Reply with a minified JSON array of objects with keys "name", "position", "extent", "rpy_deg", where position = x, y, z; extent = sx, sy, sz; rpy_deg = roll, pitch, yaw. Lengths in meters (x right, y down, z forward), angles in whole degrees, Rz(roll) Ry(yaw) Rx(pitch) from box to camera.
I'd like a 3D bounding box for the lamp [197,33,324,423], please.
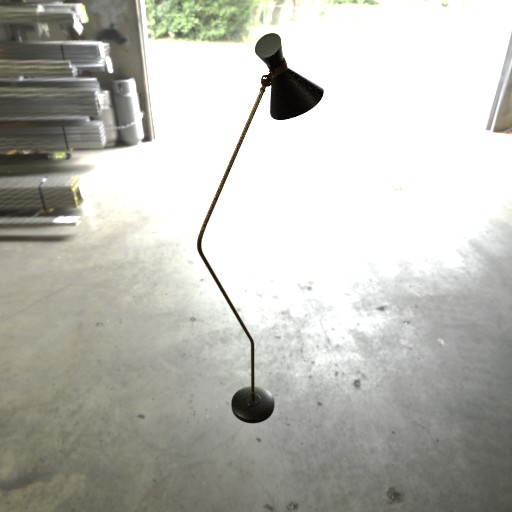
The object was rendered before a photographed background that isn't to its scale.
[{"name":"lamp","position":[0.000,0.000,1.597],"extent":[0.467,1.438,0.277],"rpy_deg":[-10,32,-16]}]
